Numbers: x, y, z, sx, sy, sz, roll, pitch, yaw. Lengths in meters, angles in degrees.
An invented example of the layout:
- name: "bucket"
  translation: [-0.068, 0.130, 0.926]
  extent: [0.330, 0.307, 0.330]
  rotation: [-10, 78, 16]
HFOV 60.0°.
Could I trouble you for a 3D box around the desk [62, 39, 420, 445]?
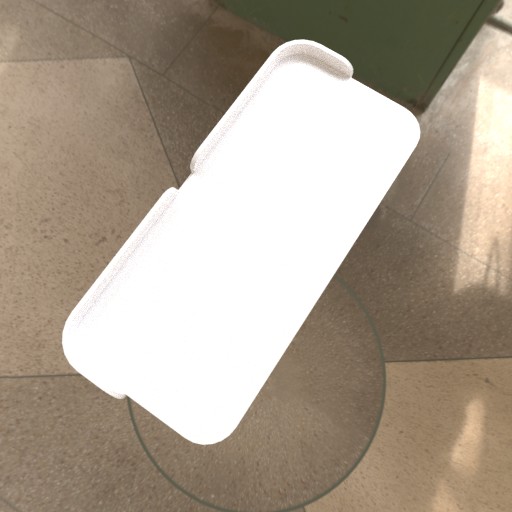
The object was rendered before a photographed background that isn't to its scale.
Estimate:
- name: "desk"
  translation: [0.000, 0.000, 1.646]
  extent: [0.534, 0.807, 1.206]
  rotation: [33, 78, 8]
